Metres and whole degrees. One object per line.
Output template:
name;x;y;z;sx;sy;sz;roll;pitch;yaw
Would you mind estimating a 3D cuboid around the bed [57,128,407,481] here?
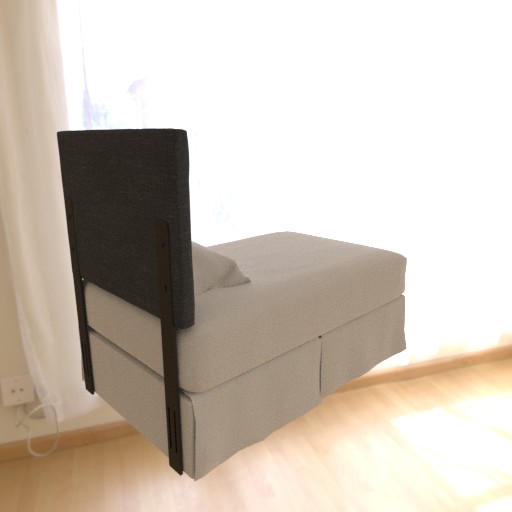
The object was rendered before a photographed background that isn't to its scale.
bed;0.000;0.000;2.895;1.997;1.571;1.261;-14;21;-42
